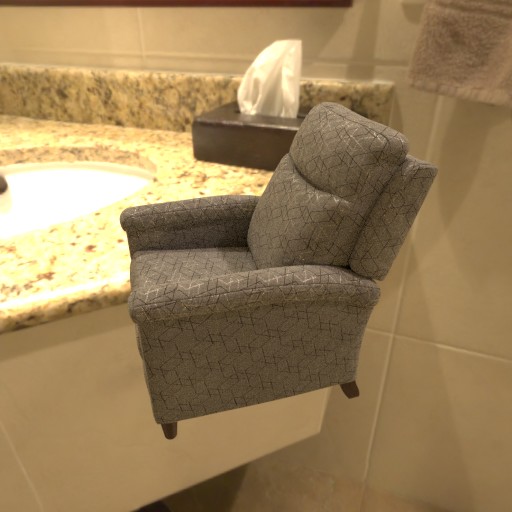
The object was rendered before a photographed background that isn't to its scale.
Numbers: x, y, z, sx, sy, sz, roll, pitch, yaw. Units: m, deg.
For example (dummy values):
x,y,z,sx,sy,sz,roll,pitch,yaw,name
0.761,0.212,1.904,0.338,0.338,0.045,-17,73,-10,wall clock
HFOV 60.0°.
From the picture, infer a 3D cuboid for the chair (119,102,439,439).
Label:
x,y,z,sx,sy,sz,roll,pitch,yaw,name
0.000,0.000,1.737,0.987,1.048,0.753,-9,32,-15,chair
